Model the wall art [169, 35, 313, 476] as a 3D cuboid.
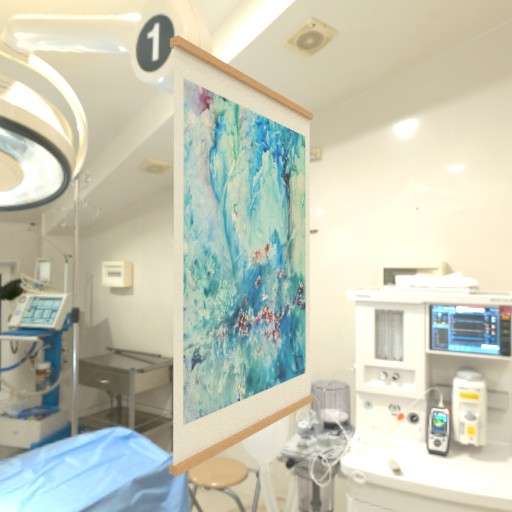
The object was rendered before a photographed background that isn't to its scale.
[{"bbox_3d":[0.000,0.000,0.654,0.013,0.510,0.335,0,-1,35],"label":"wall art"}]
